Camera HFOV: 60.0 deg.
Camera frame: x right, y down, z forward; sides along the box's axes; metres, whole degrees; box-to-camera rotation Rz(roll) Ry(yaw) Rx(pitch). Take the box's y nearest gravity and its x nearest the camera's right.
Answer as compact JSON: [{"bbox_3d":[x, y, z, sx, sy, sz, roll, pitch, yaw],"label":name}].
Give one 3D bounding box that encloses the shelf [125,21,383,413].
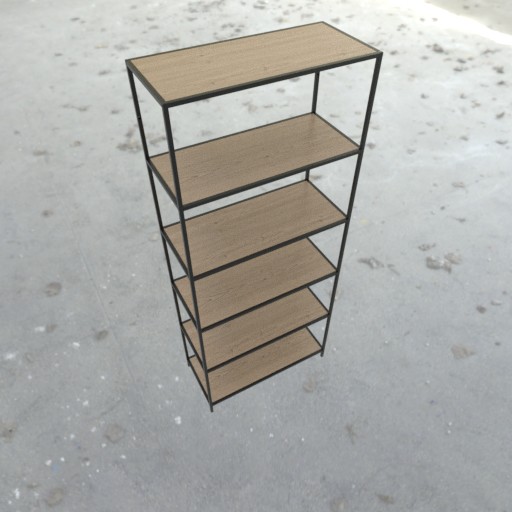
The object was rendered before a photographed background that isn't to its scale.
[{"bbox_3d":[0.000,0.000,2.099,0.770,1.850,0.350,-21,49,-20],"label":"shelf"}]
